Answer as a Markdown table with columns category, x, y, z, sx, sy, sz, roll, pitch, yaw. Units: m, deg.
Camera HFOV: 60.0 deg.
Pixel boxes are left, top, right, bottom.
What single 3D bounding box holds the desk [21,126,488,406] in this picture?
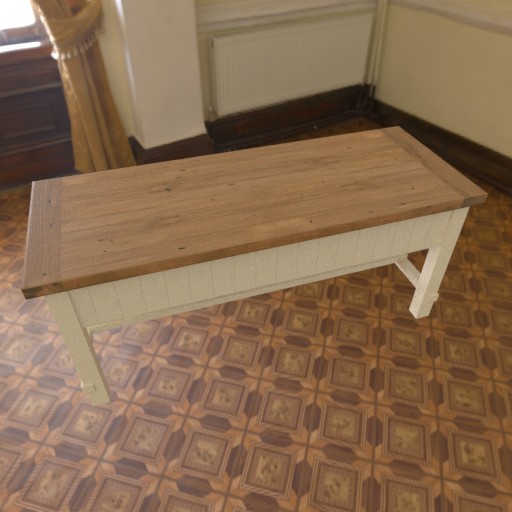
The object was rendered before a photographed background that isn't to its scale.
| category | x | y | z | sx | sy | sz | roll | pitch | yaw |
| --- | --- | --- | --- | --- | --- | --- | --- | --- | --- |
| desk | 0.000 | 0.000 | 2.124 | 1.803 | 0.762 | 0.688 | -12 | 42 | -14 |
